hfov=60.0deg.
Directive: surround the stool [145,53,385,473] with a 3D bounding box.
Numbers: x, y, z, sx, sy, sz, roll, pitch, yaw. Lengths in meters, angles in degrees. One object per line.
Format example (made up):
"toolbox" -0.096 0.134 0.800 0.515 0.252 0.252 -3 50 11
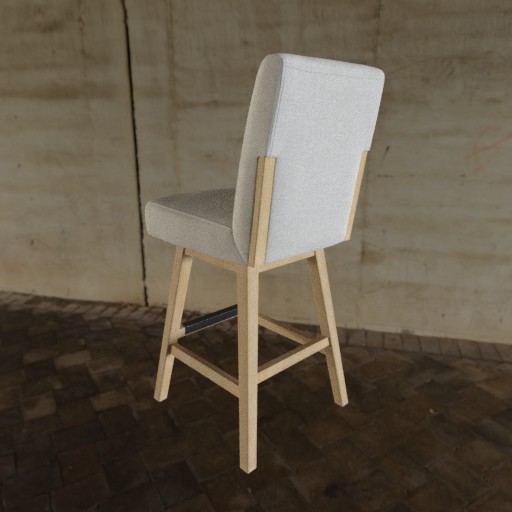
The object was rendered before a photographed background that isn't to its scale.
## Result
"stool" 0.000 0.000 1.297 0.446 1.015 0.543 -15 22 -41
